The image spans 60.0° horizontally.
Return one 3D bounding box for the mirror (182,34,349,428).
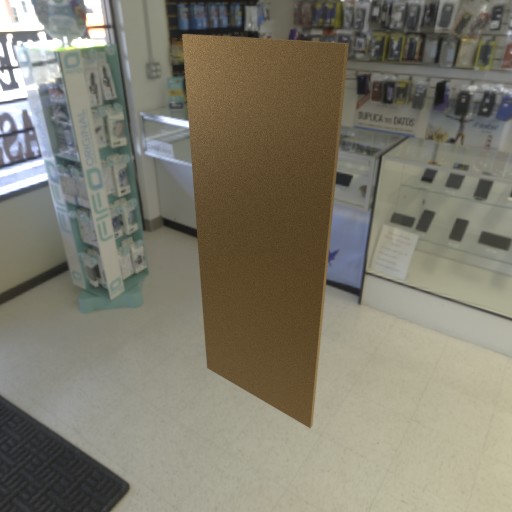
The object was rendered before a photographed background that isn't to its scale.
[{"bbox_3d":[0.000,0.000,2.298,0.812,2.031,0.025,21,36,31],"label":"mirror"}]
